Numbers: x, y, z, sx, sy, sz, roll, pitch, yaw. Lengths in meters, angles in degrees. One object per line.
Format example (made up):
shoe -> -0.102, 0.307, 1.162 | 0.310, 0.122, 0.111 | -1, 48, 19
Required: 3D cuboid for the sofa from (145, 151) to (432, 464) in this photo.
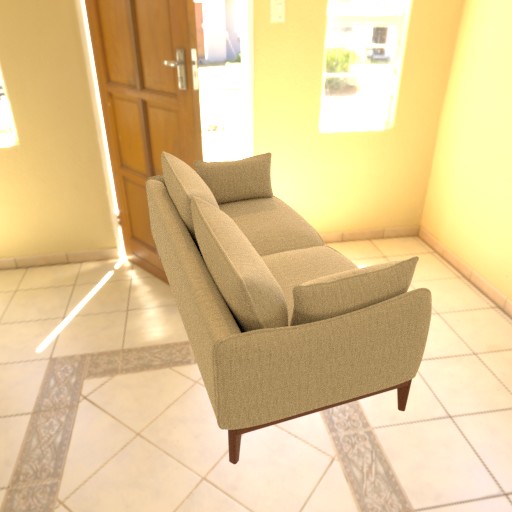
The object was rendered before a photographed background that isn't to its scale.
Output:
sofa -> 0.000, 0.000, 2.578 | 0.991, 0.860, 1.989 | -10, 30, -17
